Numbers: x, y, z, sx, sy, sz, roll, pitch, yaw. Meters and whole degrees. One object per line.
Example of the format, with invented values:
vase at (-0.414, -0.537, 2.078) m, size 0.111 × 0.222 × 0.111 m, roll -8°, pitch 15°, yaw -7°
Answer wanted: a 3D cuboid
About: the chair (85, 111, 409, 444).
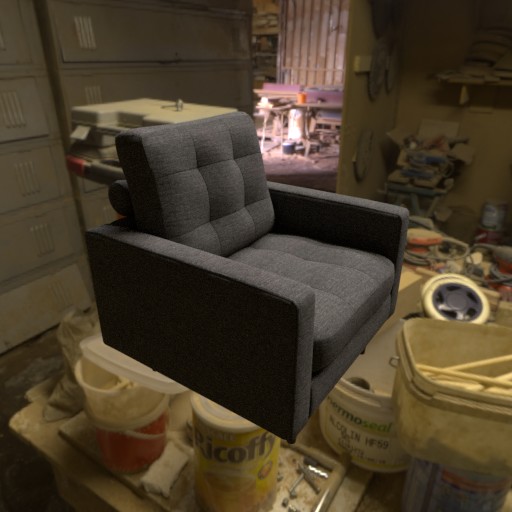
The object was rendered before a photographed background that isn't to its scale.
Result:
chair at (0.000, 0.000, 1.548) m, size 0.843 × 0.880 × 0.821 m, roll 16°, pitch 29°, yaw 31°
